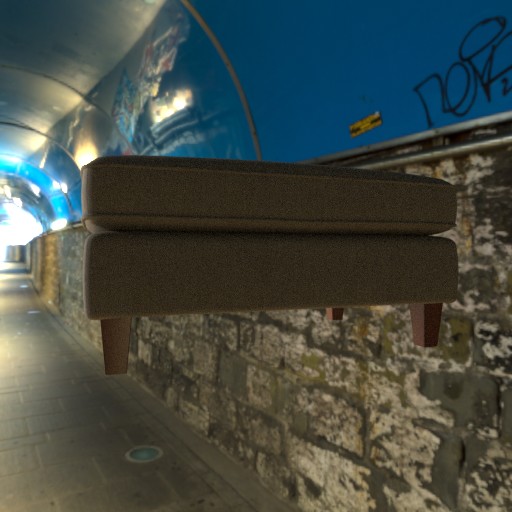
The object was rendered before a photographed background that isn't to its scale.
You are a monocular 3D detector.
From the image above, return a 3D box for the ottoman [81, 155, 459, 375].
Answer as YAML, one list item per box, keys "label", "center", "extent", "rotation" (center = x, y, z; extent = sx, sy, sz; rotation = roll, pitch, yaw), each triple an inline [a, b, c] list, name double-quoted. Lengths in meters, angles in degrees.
- label: "ottoman"
  center: [0.000, 0.000, 1.290]
  extent: [0.941, 0.480, 0.636]
  rotation: [0, 1, -19]
